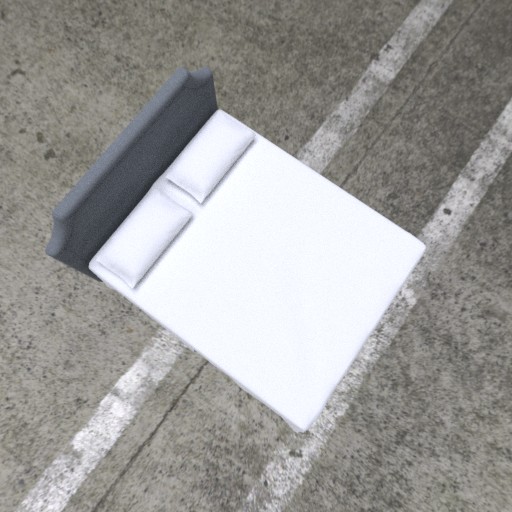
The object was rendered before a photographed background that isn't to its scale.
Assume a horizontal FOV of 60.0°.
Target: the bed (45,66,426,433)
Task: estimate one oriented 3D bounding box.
[{"bbox_3d":[0.000,0.000,3.395,2.259,1.296,1.811,35,79,8],"label":"bed"}]
